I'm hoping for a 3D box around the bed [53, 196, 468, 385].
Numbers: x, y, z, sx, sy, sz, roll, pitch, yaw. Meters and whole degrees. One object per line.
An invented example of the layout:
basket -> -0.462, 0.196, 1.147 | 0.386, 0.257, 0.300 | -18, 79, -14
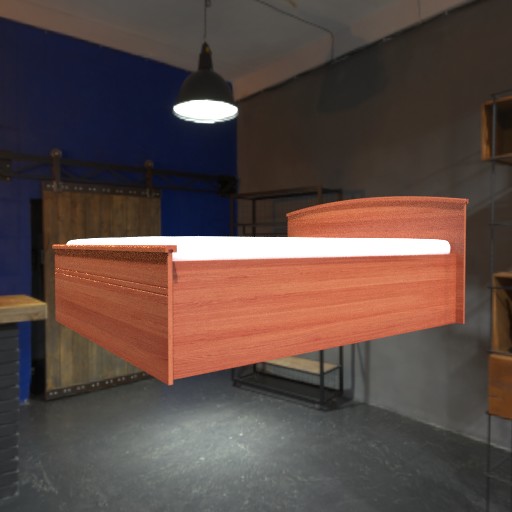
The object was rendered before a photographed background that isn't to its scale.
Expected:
bed -> 0.000, 0.000, 2.835 | 2.053, 0.848, 1.683 | -1, 2, -37
